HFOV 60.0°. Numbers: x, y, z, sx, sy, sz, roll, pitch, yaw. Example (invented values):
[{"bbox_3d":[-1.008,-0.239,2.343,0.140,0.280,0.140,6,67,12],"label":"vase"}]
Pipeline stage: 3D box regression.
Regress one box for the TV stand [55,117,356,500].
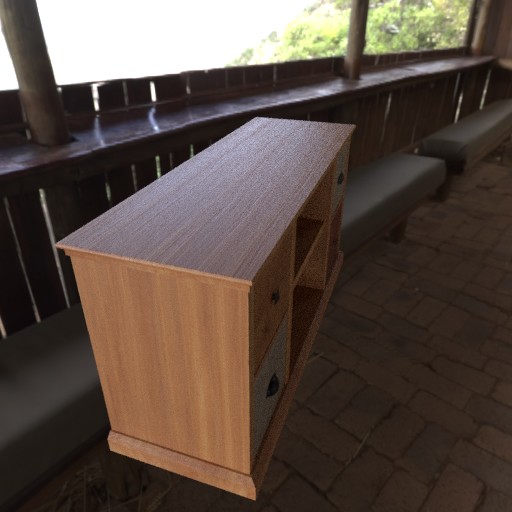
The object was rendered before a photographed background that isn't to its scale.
[{"bbox_3d":[0.000,0.000,1.434,0.417,0.607,1.181,10,31,17],"label":"TV stand"}]
